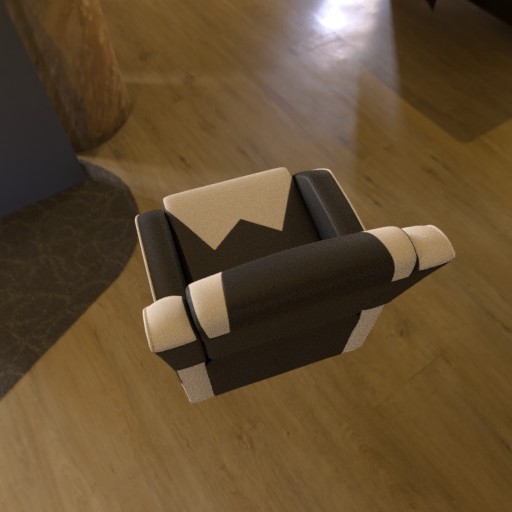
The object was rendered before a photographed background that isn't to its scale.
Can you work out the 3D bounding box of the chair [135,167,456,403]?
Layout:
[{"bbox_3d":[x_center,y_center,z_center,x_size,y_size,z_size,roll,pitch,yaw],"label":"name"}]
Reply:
[{"bbox_3d":[0.000,0.000,1.282,0.620,0.805,0.672,-16,60,-10],"label":"chair"}]
